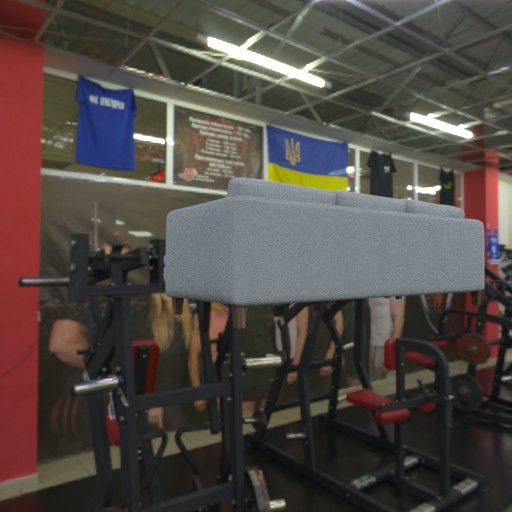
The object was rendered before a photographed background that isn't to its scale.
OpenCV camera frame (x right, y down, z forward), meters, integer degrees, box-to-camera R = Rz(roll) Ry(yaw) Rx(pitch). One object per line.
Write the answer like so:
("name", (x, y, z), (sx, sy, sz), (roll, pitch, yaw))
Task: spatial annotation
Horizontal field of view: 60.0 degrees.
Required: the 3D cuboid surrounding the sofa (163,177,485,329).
("sofa", (0.000, 0.000, 4.354), (2.551, 0.853, 3.238), (1, -1, -35))
